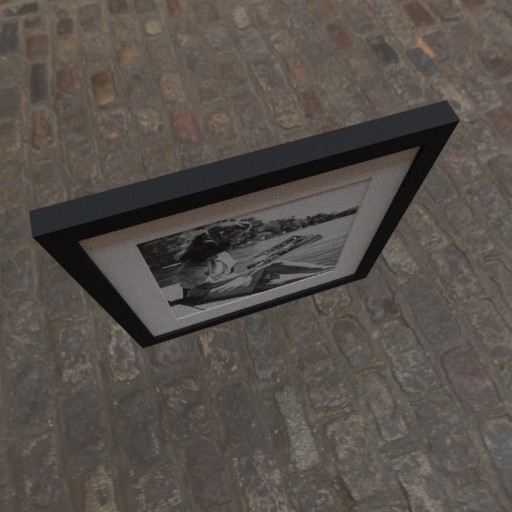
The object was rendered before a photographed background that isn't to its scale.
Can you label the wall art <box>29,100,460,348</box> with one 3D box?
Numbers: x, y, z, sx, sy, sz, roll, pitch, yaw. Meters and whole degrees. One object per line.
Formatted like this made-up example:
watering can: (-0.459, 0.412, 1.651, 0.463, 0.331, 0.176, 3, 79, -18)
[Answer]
wall art: (0.000, 0.000, 0.670, 0.462, 0.458, 0.030, -17, 66, -8)
